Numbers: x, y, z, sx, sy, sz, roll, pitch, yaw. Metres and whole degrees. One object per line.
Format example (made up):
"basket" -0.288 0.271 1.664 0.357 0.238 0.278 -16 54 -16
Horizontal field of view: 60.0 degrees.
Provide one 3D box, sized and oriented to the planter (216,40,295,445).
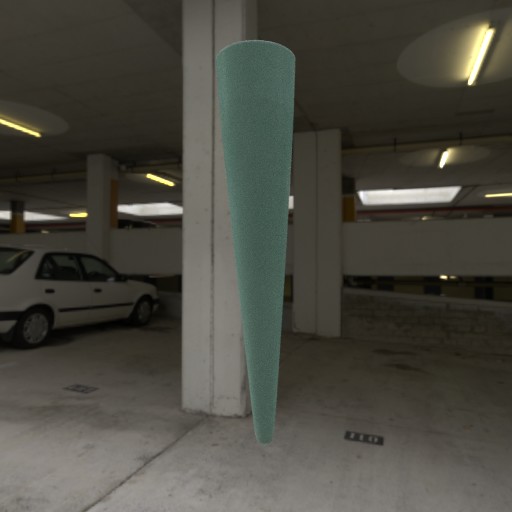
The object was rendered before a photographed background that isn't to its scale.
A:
"planter" 0.000 0.000 0.300 0.054 0.268 0.055 0 -2 18
